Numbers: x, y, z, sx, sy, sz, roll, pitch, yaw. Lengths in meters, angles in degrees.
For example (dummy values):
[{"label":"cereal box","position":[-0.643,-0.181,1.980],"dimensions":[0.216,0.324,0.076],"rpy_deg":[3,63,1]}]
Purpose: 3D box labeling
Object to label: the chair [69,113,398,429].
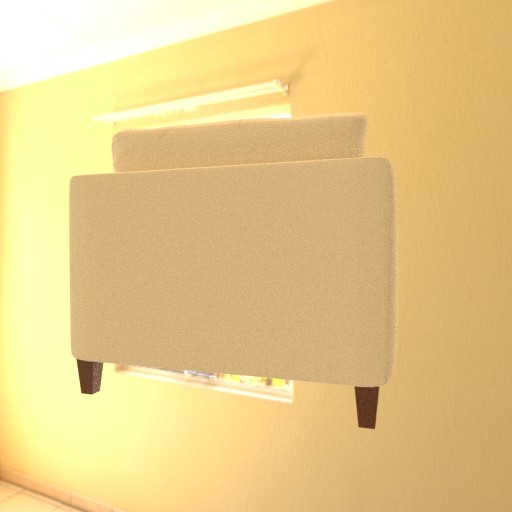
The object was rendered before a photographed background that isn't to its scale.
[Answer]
[{"label":"chair","position":[0.000,0.000,1.666],"dimensions":[1.019,0.885,0.878],"rpy_deg":[0,1,18]}]
